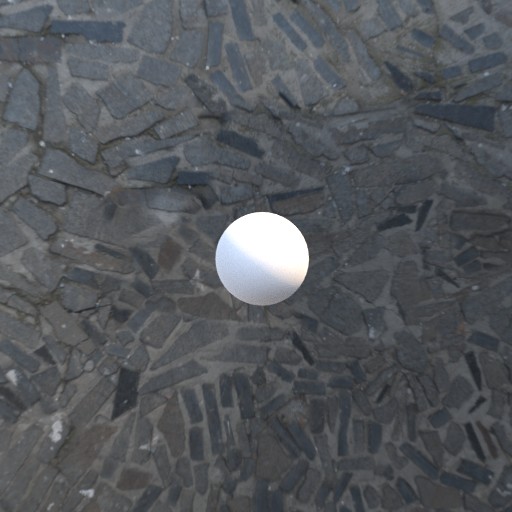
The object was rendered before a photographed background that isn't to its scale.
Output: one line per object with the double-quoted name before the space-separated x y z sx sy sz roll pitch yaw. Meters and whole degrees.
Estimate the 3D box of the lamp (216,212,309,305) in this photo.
"lamp" 0.000 0.000 1.847 0.229 1.748 0.229 0 91 -1
